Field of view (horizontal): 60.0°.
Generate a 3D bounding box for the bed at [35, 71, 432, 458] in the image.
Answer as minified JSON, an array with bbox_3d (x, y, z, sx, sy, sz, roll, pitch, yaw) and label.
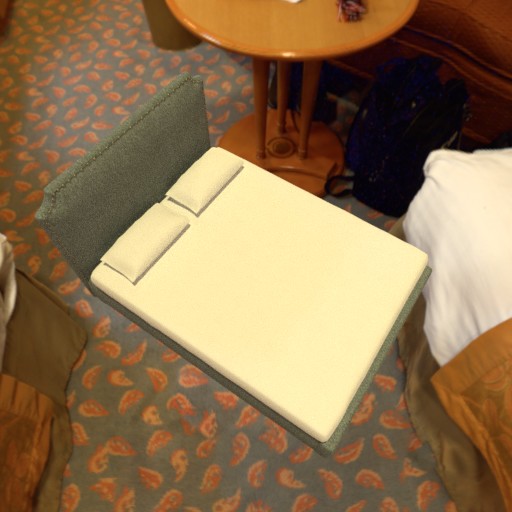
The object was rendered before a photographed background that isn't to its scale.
[{"bbox_3d":[0.000,0.000,3.382,2.372,1.443,1.712,30,64,17],"label":"bed"}]
